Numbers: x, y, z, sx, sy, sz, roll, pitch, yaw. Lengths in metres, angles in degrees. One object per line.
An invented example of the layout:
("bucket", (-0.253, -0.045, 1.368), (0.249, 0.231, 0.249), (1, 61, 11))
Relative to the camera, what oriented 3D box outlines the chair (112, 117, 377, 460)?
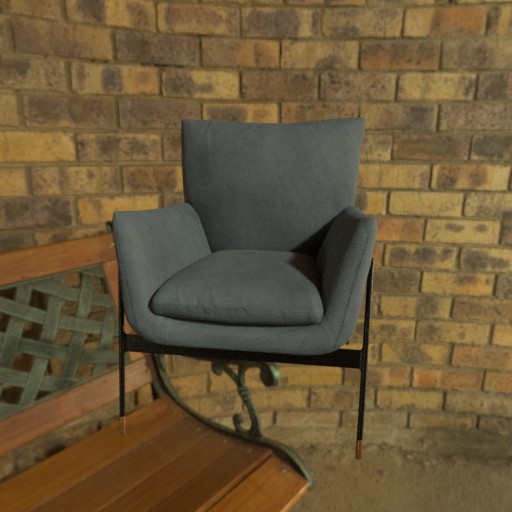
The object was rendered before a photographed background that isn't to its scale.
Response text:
("chair", (0.000, 0.000, 1.384), (0.678, 0.858, 0.709), (2, 14, 9))
